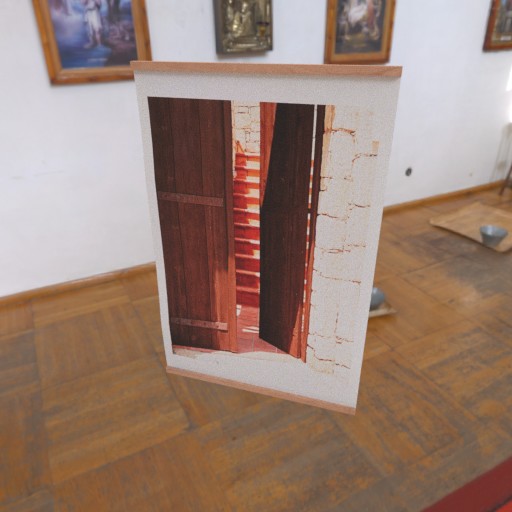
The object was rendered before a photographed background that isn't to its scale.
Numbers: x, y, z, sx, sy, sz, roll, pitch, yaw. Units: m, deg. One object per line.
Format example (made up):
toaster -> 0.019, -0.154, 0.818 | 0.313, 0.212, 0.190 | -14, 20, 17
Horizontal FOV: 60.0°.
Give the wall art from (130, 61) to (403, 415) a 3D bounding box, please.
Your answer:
wall art -> 0.000, 0.000, 0.637 | 0.332, 0.508, 0.012 | 8, 28, 16
